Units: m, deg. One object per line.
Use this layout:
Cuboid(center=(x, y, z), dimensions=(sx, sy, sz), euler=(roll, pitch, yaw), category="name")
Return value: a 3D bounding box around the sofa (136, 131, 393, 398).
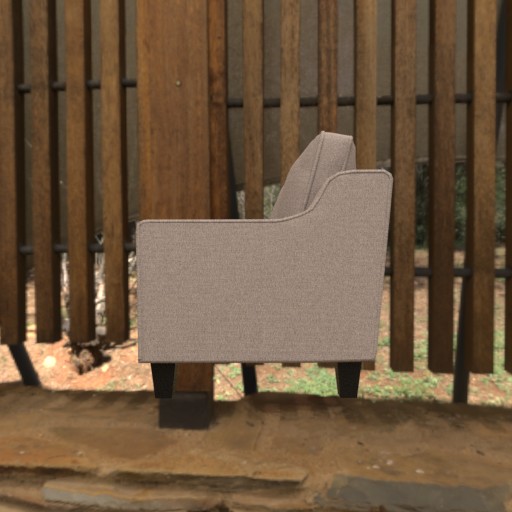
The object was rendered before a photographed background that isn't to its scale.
Cuboid(center=(0.000, 0.000, 2.535), dimensions=(0.899, 0.950, 2.129), euler=(0, 1, 0), category="sofa")
